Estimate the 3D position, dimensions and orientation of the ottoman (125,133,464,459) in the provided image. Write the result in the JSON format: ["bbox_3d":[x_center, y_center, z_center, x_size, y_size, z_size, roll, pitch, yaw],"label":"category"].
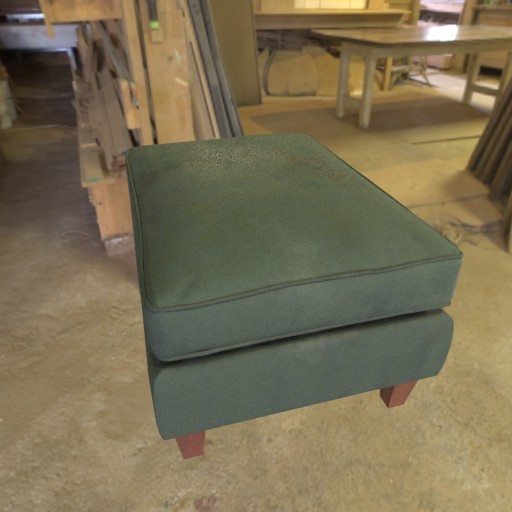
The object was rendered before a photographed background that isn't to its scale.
[{"bbox_3d":[0.000,0.000,1.210,0.632,0.495,0.864,-9,33,-14],"label":"ottoman"}]
